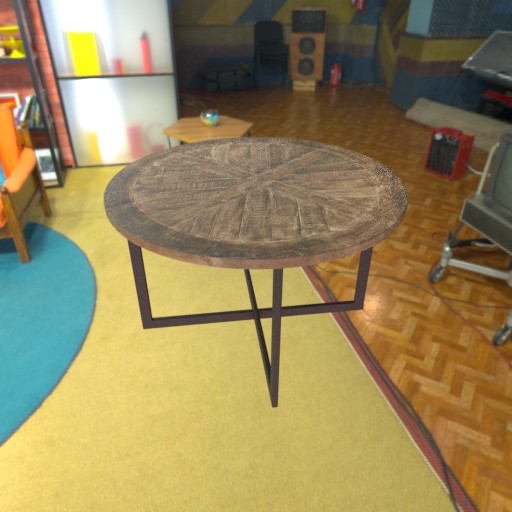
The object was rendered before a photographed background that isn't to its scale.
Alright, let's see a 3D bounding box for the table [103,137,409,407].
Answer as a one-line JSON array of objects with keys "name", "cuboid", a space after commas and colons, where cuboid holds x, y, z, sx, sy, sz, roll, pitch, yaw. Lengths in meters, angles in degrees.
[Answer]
[{"name": "table", "cuboid": [0.000, 0.000, 2.112, 1.264, 0.762, 1.264, 0, 32, 0]}]
